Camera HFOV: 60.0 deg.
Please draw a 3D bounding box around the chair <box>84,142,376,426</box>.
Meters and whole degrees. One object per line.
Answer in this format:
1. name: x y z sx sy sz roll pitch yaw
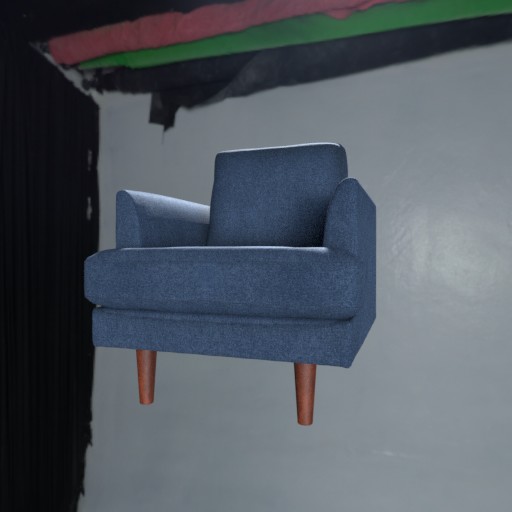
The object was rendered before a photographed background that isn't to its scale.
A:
1. chair: 0.000 0.000 1.654 0.858 0.957 0.899 0 1 19
